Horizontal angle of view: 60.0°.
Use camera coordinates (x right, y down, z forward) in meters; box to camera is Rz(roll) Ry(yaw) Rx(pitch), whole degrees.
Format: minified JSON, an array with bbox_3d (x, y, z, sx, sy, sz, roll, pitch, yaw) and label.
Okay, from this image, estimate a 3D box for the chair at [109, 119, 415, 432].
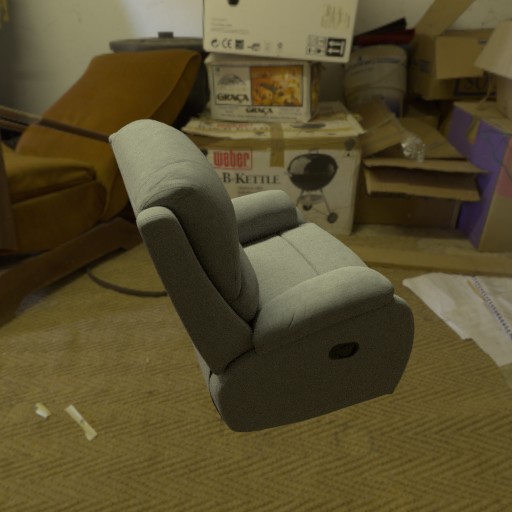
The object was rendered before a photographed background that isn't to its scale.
[{"bbox_3d":[0.000,0.000,1.696,0.899,1.011,0.930,-11,31,-18],"label":"chair"}]
